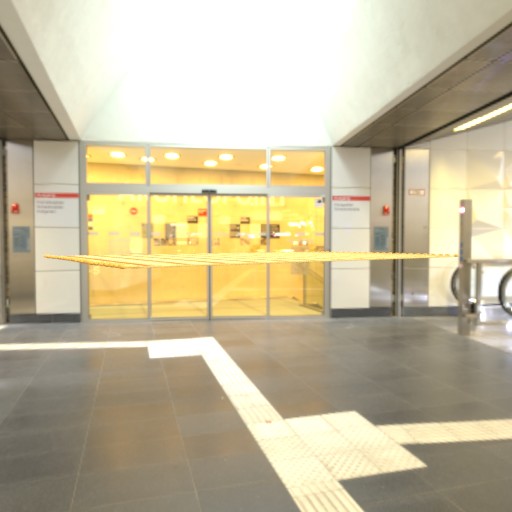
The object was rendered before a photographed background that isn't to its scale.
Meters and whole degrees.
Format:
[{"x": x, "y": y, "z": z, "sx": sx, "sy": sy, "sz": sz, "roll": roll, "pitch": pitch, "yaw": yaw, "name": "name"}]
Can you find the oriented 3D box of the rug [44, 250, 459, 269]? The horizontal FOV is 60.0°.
[{"x": 0.000, "y": 0.000, "z": 3.053, "sx": 2.433, "sy": 0.022, "sz": 1.556, "roll": -1, "pitch": 2, "yaw": -35, "name": "rug"}]
